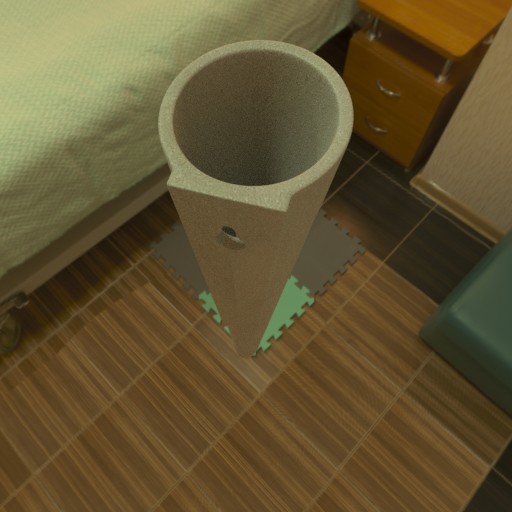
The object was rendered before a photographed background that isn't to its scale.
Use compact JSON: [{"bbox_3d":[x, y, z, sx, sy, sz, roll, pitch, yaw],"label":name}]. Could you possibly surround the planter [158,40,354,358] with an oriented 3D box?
[{"bbox_3d":[0.000,0.000,0.216,0.057,0.191,0.064,14,64,7],"label":"planter"}]
